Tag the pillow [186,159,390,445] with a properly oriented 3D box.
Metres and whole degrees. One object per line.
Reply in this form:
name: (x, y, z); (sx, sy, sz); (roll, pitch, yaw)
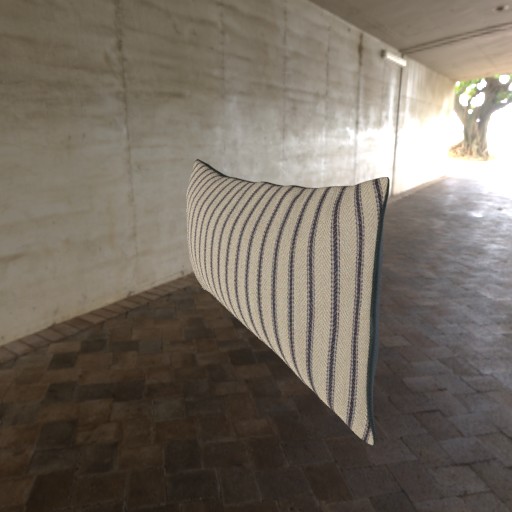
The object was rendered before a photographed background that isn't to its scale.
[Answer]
pillow: (0.000, 0.000, 0.723); (0.151, 0.305, 0.609); (-7, 17, -24)
